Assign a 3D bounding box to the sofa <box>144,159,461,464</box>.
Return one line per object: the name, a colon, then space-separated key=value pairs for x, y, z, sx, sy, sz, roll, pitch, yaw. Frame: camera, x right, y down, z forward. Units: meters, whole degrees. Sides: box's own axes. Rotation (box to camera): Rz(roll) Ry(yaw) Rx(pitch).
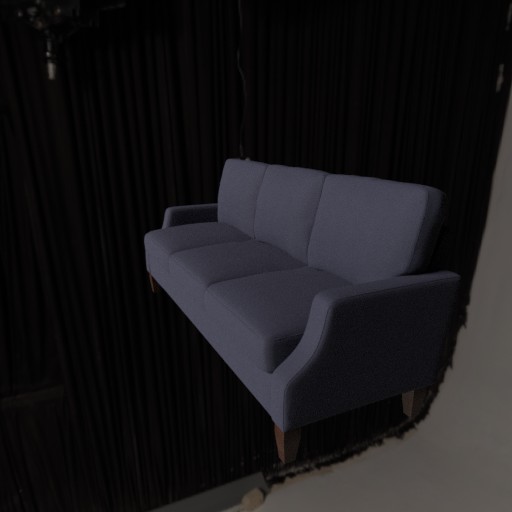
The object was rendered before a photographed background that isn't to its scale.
sofa: x=0.000 y=0.000 z=2.545 sx=0.888 sy=0.984 sz=2.115 roll=-8 pitch=18 yaw=-25
